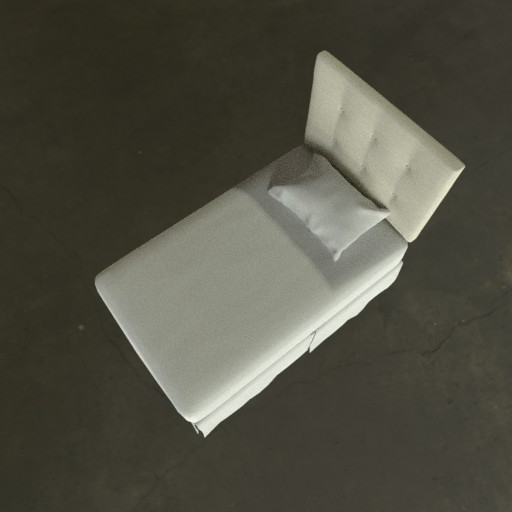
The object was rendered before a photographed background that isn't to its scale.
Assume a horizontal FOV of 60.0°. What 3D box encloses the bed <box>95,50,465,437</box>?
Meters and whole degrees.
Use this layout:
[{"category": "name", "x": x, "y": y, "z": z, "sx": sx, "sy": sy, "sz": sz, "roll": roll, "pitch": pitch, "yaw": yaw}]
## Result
[{"category": "bed", "x": 0.000, "y": 0.000, "z": 2.989, "sx": 1.997, "sy": 1.571, "sz": 1.261, "roll": -35, "pitch": 69, "yaw": -16}]
